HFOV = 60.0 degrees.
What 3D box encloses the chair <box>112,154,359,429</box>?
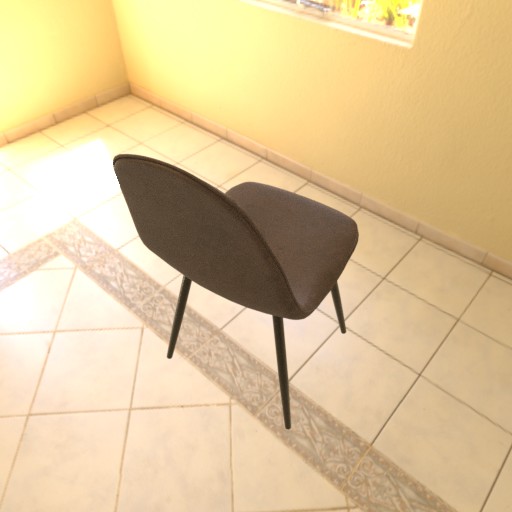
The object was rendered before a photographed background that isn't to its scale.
[{"bbox_3d":[0.000,0.000,1.196,0.472,0.889,0.561,24,50,22],"label":"chair"}]
